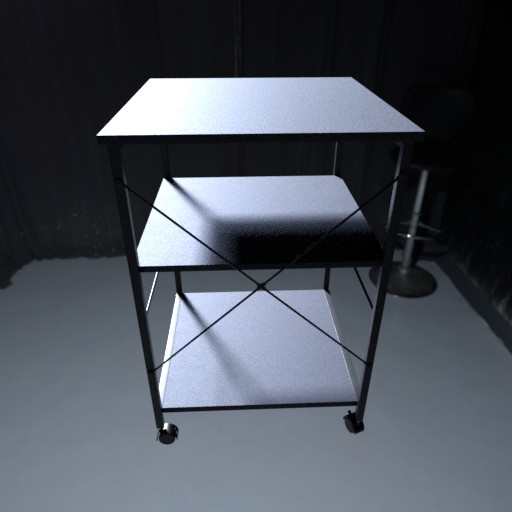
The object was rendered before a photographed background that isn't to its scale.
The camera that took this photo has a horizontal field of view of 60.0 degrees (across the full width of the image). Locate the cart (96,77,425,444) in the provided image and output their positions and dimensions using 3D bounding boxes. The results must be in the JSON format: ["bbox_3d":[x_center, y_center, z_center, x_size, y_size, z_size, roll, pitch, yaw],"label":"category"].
[{"bbox_3d":[0.000,0.000,1.118,0.521,0.762,0.520,-1,31,-2],"label":"cart"}]
